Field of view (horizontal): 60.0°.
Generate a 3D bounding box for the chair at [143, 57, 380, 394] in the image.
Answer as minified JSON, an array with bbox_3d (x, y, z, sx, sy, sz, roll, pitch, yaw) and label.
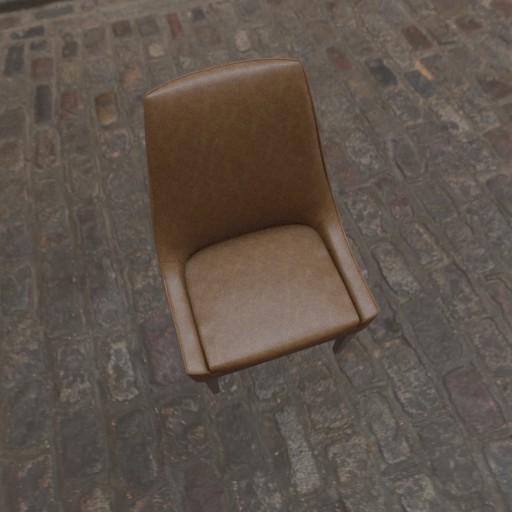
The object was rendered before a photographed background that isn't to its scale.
[{"bbox_3d":[0.000,0.000,1.226,0.529,0.861,0.544,-16,64,-8],"label":"chair"}]
